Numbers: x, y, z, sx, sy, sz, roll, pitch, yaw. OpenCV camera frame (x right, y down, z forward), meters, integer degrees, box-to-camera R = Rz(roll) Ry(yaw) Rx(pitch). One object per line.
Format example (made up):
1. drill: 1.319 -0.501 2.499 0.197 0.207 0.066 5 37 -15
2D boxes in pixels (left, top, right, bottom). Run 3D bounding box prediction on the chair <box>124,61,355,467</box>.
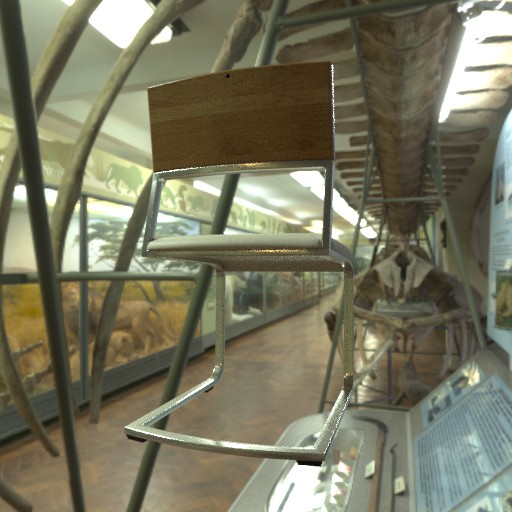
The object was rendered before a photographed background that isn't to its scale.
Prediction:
1. chair: 0.000 0.000 1.198 0.467 0.844 0.585 0 -1 19
